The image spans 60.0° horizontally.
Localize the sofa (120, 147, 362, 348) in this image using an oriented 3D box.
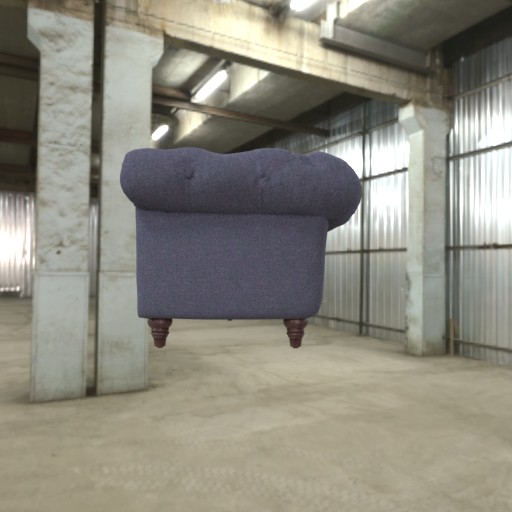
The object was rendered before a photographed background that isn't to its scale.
[{"bbox_3d":[0.000,0.000,2.836,1.046,0.836,2.335,0,-1,1],"label":"sofa"}]
